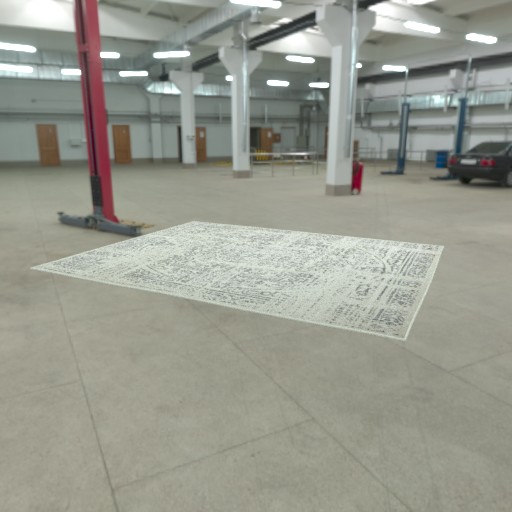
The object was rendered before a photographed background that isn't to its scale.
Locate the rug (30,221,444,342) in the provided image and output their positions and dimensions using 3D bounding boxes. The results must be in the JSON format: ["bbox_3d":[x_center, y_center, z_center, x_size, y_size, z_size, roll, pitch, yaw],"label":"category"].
[{"bbox_3d":[0.000,0.000,3.913,2.921,0.032,2.311,7,17,26],"label":"rug"}]
